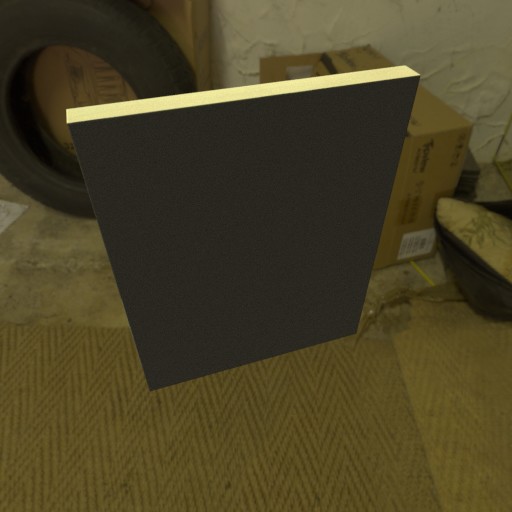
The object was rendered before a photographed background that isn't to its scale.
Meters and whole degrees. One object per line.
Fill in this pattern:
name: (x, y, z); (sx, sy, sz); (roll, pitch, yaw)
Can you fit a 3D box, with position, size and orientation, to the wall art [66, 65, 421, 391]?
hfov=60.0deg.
wall art: (0.000, 0.000, 0.806); (0.489, 0.608, 0.040); (-13, 44, -13)
